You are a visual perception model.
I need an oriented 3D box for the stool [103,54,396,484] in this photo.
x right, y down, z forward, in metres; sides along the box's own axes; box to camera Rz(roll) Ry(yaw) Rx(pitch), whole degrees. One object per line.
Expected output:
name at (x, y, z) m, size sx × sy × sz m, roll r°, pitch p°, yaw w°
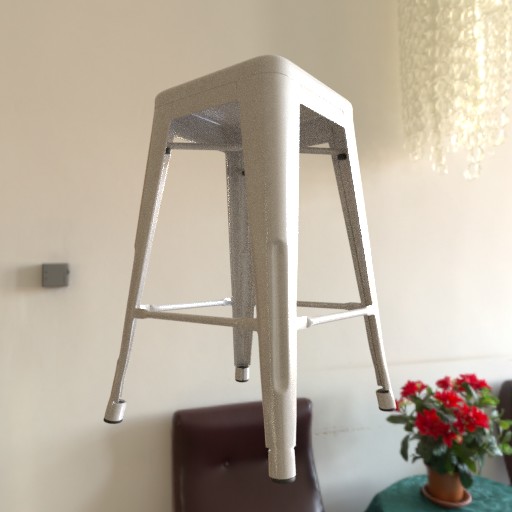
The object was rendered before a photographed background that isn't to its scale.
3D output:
stool at (0.000, 0.000, 0.854) m, size 0.406 × 0.610 × 0.406 m, roll -1°, pitch -2°, yaw 37°
